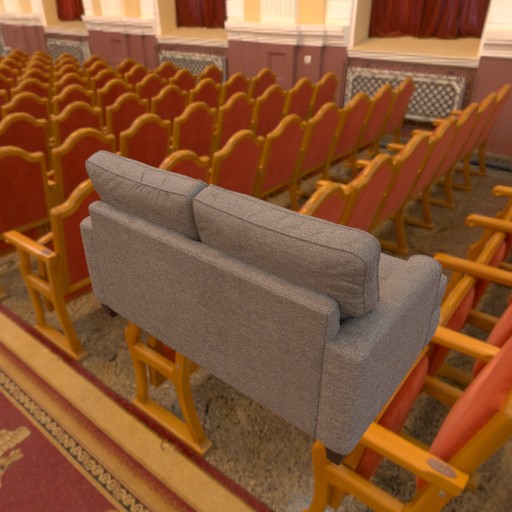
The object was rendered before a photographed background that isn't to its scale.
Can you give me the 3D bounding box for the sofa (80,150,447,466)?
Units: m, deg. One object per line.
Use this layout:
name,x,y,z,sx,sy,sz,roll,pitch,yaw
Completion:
sofa,0.000,0.000,2.218,1.651,0.965,0.965,22,37,33
